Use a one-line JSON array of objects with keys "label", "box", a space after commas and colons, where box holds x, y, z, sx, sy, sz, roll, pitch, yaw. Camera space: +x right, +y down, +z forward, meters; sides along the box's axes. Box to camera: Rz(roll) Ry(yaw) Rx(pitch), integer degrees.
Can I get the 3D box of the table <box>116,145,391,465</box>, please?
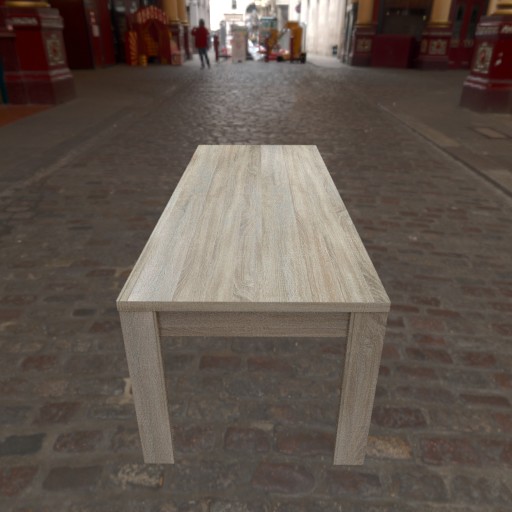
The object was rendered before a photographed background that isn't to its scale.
[{"label": "table", "box": [0.000, 0.000, 2.609, 0.900, 0.790, 2.200, 0, 27, 0]}]
